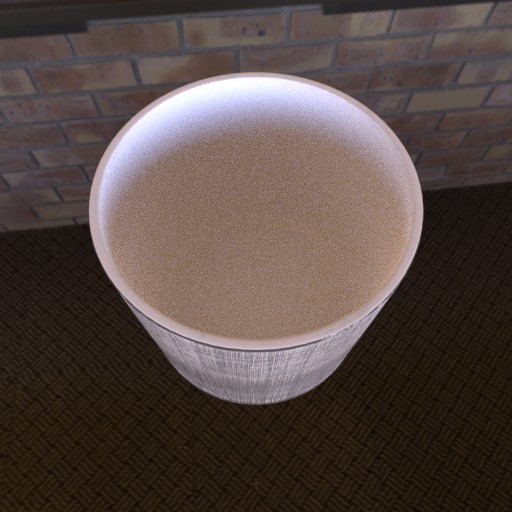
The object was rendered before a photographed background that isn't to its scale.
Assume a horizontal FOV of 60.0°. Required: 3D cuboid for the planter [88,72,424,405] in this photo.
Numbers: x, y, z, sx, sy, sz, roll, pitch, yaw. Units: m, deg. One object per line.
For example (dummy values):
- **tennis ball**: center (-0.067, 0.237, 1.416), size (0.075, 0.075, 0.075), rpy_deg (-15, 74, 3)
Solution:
- **planter**: center (0.000, 0.000, 0.385), size (0.221, 0.201, 0.221), rpy_deg (0, 63, 0)
